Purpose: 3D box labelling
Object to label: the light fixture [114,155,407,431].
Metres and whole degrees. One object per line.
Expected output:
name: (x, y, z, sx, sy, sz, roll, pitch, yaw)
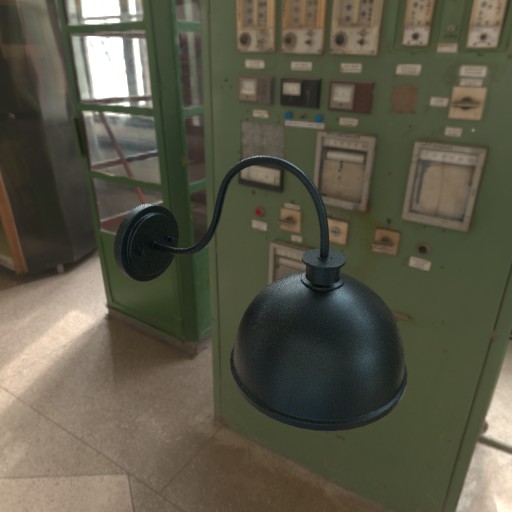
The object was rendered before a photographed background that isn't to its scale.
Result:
light fixture: (0.000, 0.000, 0.642, 0.467, 0.295, 0.253, 16, 29, 30)
